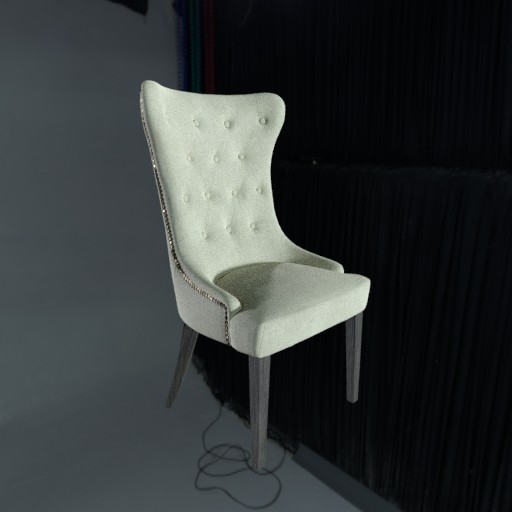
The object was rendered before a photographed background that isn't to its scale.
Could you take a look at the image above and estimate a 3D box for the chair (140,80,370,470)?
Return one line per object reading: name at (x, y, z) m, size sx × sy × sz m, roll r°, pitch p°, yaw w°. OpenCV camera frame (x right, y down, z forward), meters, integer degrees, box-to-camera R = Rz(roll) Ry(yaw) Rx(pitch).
chair at (0.000, 0.000, 1.448) m, size 0.584 × 1.065 × 0.590 m, roll -14°, pitch 20°, yaw -43°
